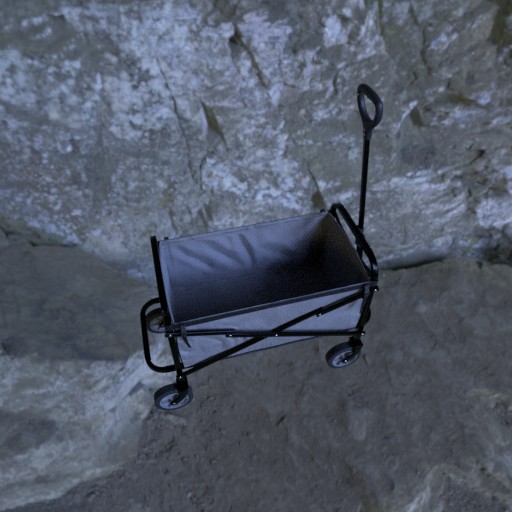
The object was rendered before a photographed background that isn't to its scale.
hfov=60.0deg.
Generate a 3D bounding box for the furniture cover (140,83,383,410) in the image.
[{"bbox_3d":[0.000,0.000,1.778,1.038,1.295,0.532,-11,47,-11],"label":"furniture cover"}]
